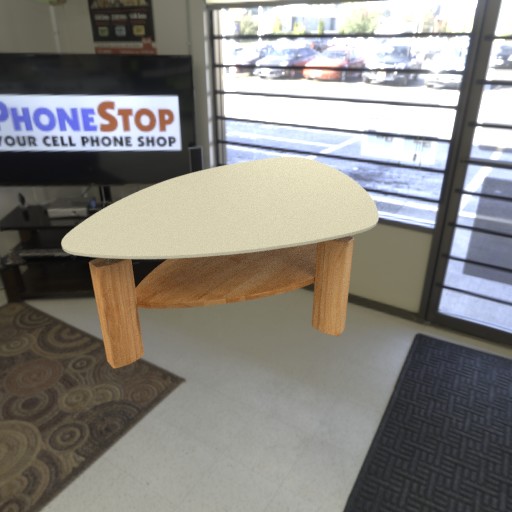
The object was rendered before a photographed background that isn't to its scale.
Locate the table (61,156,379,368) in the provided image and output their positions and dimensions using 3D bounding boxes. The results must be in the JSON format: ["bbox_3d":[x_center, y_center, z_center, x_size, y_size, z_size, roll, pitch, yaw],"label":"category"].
[{"bbox_3d":[0.000,0.000,1.647,0.850,0.440,1.250,17,31,31],"label":"table"}]
